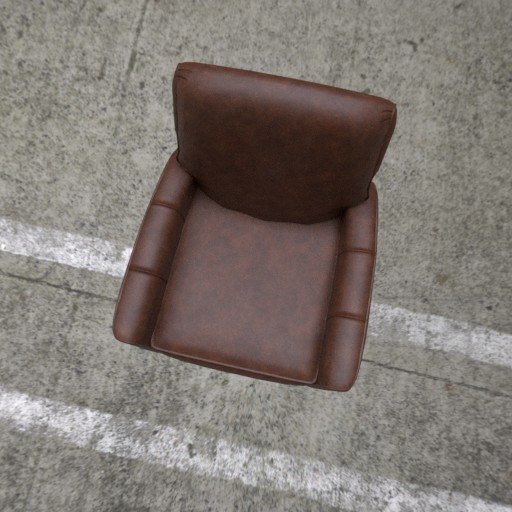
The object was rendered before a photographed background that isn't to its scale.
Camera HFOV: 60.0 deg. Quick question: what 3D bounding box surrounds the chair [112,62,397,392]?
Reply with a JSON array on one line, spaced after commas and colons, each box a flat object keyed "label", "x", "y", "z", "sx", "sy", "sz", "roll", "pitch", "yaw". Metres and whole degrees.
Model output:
[{"label": "chair", "x": 0.000, "y": 0.000, "z": 1.624, "sx": 0.839, "sy": 1.010, "sz": 0.850, "roll": 12, "pitch": 75, "yaw": 3}]
